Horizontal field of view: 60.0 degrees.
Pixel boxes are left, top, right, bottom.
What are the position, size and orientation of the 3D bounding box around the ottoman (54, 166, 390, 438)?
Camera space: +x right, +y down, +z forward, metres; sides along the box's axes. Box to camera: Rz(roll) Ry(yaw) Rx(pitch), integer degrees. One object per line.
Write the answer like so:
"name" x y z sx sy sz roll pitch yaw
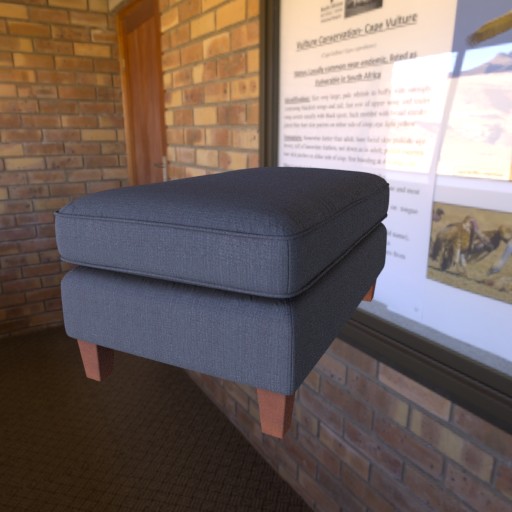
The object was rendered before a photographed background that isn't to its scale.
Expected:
"ottoman" 0.000 0.000 1.207 0.570 0.438 0.885 7 17 25
